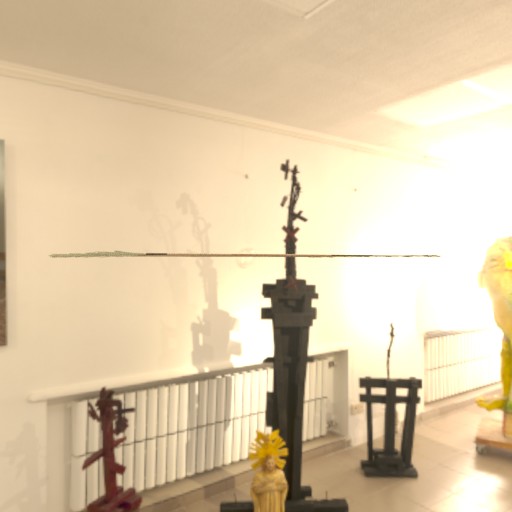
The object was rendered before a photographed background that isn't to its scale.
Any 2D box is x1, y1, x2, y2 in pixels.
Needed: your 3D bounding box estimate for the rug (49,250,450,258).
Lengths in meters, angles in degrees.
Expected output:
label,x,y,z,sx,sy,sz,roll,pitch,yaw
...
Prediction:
label,x,y,z,sx,sy,sz,roll,pitch,yaw
rug,0.000,0.000,2.577,2.021,0.027,1.224,0,0,-36
